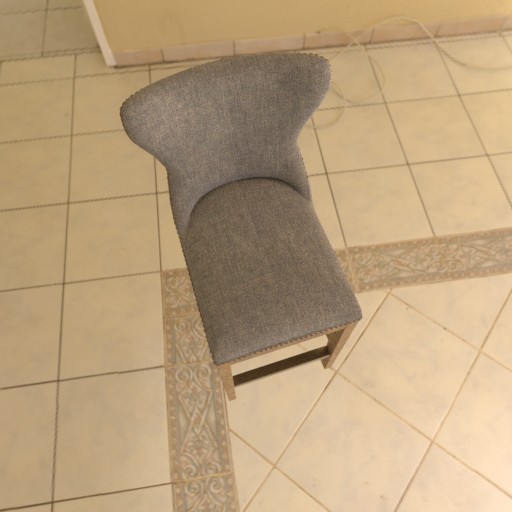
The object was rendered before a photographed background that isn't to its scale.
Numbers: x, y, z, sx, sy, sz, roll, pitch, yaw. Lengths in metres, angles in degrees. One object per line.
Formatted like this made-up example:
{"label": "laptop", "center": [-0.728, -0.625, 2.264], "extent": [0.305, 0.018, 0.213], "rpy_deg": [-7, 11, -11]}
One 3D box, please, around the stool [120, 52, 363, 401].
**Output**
{"label": "stool", "center": [0.000, 0.000, 1.333], "extent": [0.498, 0.981, 0.608], "rpy_deg": [-16, 65, -8]}
